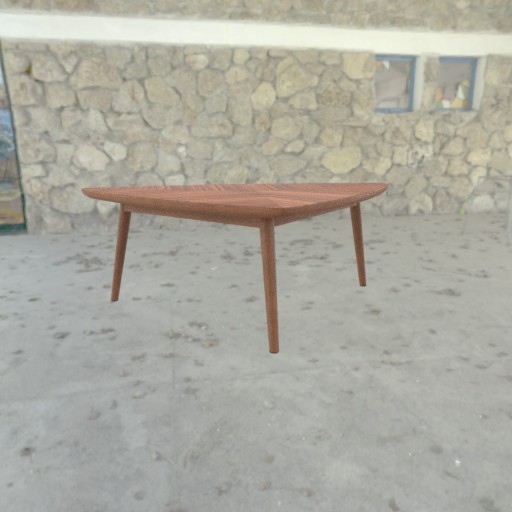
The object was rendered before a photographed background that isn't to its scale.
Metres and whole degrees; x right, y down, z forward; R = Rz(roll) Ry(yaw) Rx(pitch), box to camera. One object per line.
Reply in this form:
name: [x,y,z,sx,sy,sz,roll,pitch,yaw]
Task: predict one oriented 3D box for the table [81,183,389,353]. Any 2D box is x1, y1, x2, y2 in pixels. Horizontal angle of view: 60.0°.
table: [0.000,0.000,1.282,1.008,0.365,0.601,-3,14,-10]
